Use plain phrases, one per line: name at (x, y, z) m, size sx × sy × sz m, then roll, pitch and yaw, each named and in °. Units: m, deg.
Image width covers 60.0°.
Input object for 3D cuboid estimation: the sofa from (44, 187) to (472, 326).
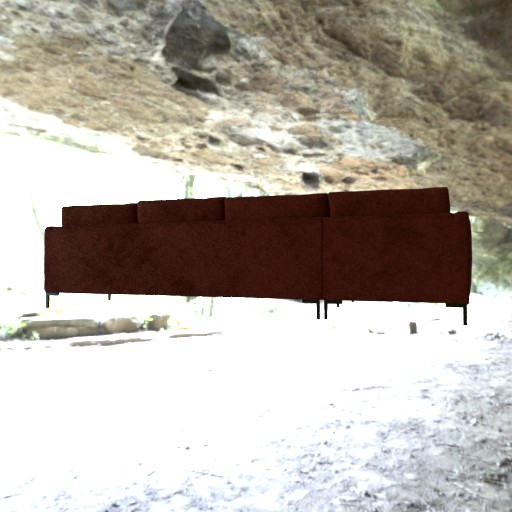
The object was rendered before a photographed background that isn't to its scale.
sofa at (0.000, 0.000, 2.905) m, size 2.467 × 0.663 × 1.136 m, roll 0°, pitch -1°, yaw 19°
